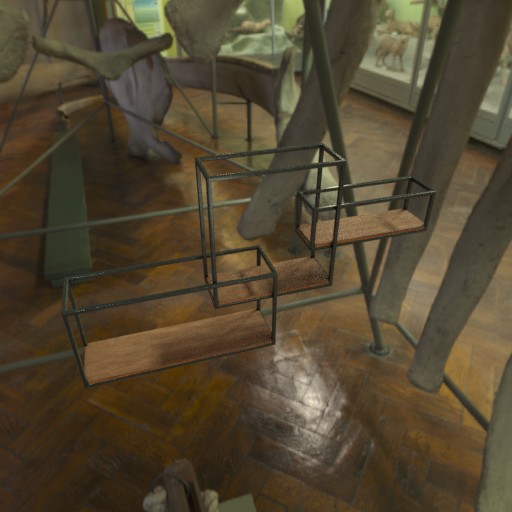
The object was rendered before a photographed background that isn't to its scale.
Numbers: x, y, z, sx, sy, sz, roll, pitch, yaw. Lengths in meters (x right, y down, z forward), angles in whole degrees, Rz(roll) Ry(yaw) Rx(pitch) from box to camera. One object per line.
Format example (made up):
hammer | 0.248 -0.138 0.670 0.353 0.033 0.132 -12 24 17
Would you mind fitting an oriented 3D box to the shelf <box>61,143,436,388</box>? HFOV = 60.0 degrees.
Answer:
shelf | 0.000 0.000 2.155 1.781 0.972 0.275 -10 34 -15
